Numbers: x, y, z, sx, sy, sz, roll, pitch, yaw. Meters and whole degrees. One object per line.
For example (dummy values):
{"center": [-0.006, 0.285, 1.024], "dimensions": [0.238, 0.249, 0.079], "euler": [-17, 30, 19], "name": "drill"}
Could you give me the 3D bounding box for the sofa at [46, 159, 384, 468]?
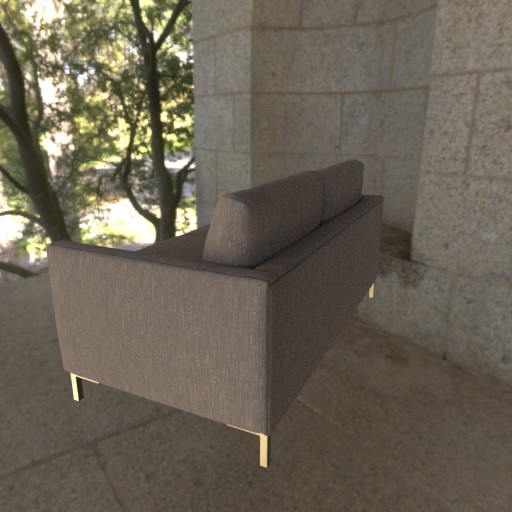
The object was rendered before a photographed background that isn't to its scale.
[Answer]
{"center": [0.000, 0.000, 2.119], "dimensions": [0.875, 0.840, 1.682], "euler": [8, 18, 25], "name": "sofa"}
